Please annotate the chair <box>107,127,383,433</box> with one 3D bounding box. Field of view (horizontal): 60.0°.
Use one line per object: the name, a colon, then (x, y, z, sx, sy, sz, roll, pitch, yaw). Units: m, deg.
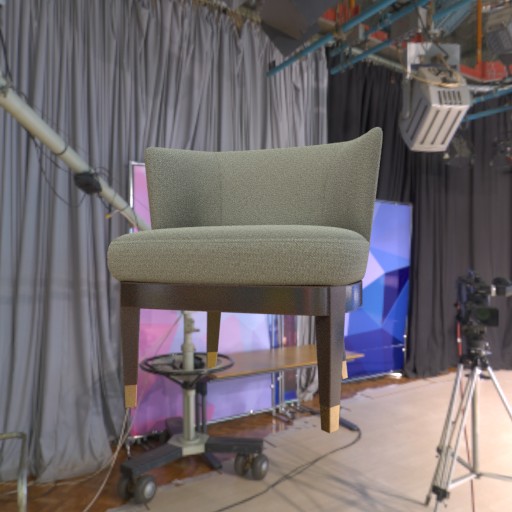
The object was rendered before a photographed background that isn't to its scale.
chair: (0.000, 0.000, 1.272, 0.700, 0.760, 0.660, 0, 0, 18)
